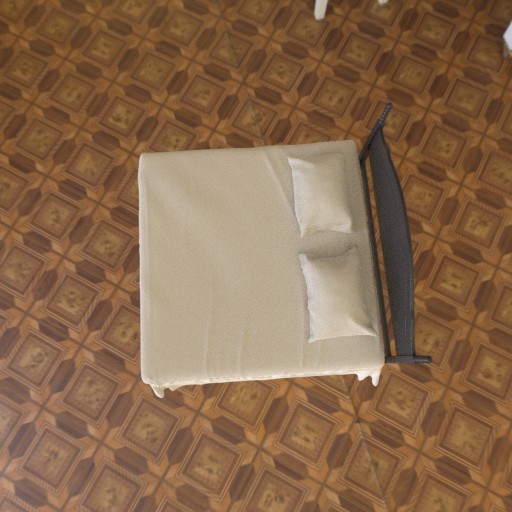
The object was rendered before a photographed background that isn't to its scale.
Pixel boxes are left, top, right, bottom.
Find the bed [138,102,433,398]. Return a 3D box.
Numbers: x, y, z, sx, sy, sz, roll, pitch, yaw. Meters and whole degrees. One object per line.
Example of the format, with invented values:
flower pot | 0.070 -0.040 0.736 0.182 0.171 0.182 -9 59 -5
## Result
bed | 0.000 0.000 3.733 2.219 1.355 2.322 -4 77 -1
